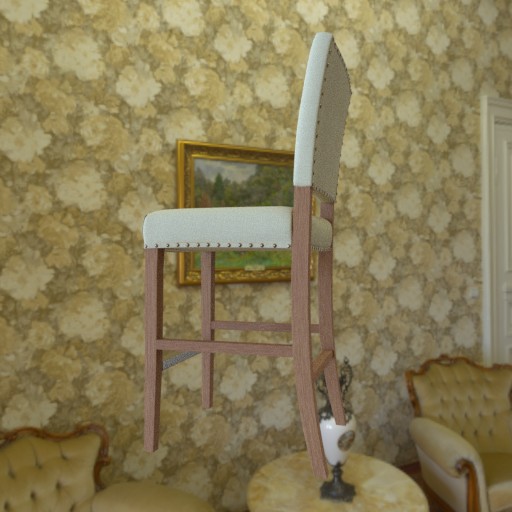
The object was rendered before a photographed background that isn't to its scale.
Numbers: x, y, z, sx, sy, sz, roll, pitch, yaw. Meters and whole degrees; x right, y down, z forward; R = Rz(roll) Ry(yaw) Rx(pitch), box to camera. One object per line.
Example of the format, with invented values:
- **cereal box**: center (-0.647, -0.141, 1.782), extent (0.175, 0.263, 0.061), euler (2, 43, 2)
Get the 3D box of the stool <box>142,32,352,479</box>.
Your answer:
- **stool**: center (0.000, 0.000, 1.437), extent (0.584, 1.168, 0.445), euler (0, 0, 19)
